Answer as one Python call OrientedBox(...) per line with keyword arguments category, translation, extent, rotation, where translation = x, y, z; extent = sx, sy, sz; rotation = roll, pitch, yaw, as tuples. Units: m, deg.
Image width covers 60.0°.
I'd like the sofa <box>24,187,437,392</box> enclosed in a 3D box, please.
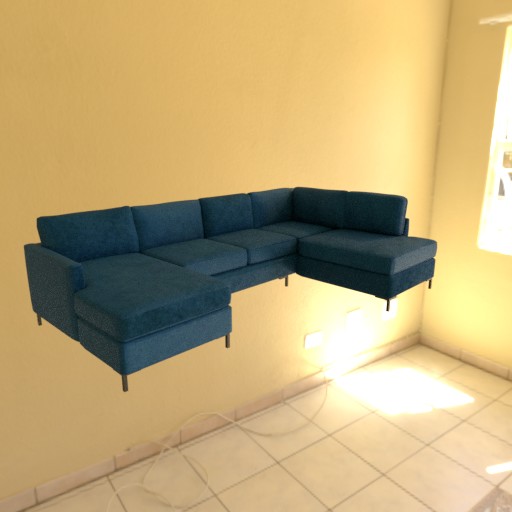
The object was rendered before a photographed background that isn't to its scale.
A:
OrientedBox(category="sofa", translation=(0.000, 0.000, 4.187), extent=(2.055, 0.992, 3.434), rotation=(14, 20, 43))
